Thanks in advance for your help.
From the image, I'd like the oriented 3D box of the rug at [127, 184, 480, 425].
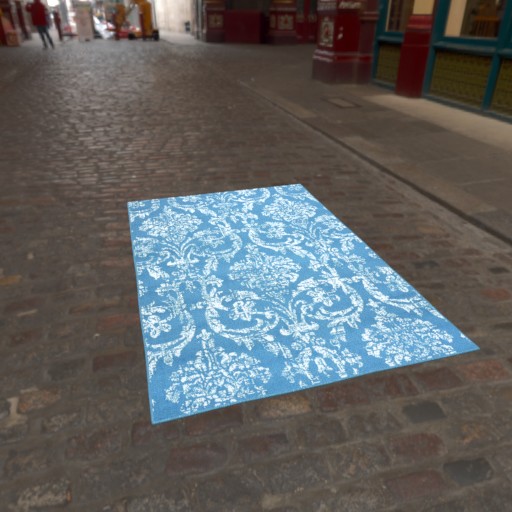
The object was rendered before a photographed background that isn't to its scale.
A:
[{"bbox_3d":[0.000,0.000,2.275,1.211,0.012,1.833,-8,31,-14],"label":"rug"}]
